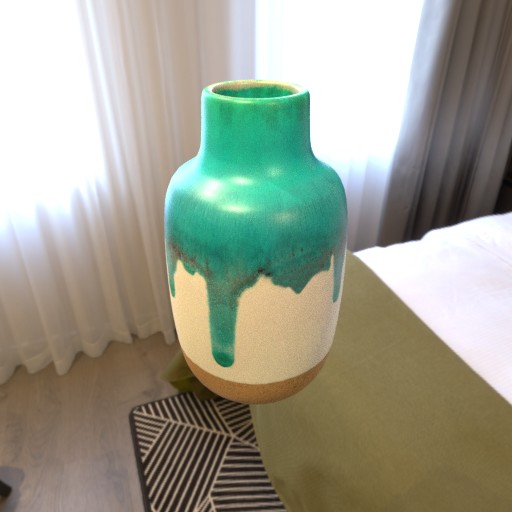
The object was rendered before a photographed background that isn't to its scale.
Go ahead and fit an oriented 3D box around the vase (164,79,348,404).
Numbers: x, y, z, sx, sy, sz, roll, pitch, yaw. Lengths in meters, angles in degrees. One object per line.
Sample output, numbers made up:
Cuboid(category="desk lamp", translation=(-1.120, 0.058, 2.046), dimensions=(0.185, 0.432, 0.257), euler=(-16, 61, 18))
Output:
Cuboid(category="vase", translation=(0.000, 0.000, 0.266), dimensions=(0.106, 0.192, 0.106), euler=(0, 31, 0))
